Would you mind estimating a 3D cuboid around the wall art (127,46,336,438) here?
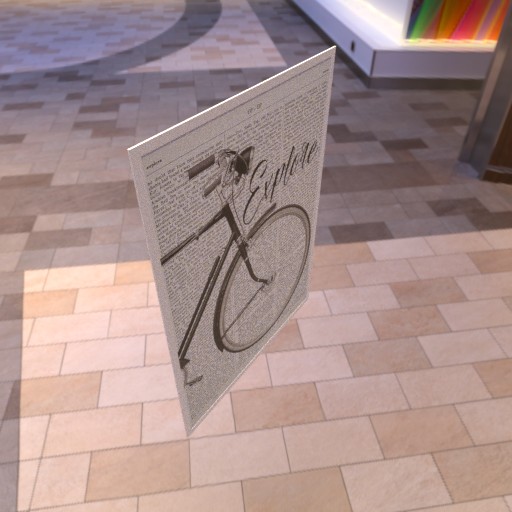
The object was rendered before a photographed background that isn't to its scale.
[{"bbox_3d":[0.000,0.000,0.801,0.003,0.610,0.457,25,47,26],"label":"wall art"}]
